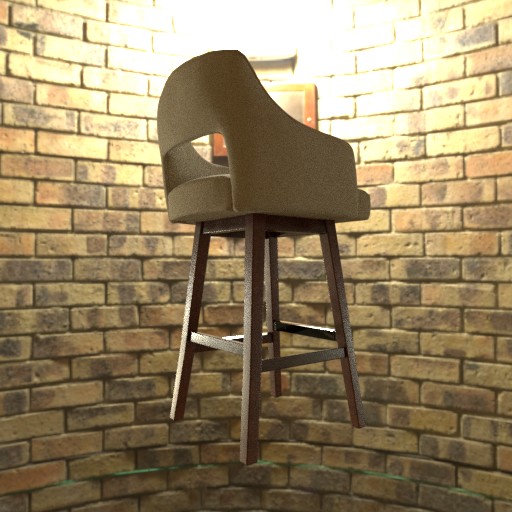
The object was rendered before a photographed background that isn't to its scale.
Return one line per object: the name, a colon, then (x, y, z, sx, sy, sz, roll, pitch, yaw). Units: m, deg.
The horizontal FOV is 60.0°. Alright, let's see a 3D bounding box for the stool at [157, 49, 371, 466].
stool: (0.000, 0.000, 1.370, 0.560, 1.041, 0.550, 1, -2, -37)
